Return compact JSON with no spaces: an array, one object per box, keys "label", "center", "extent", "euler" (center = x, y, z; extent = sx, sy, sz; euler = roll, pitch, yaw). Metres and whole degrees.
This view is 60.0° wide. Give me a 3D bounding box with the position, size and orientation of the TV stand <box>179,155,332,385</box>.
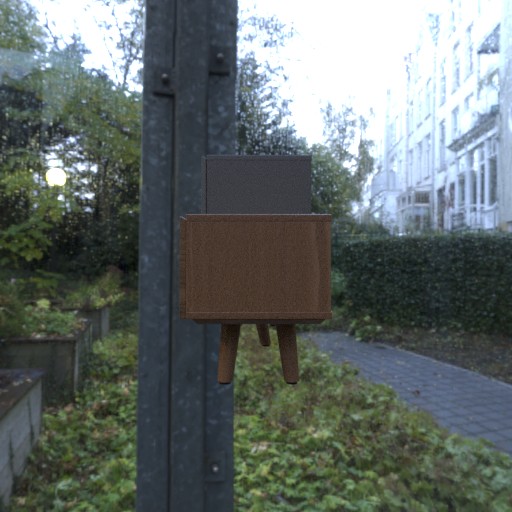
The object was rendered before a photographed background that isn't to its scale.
[{"label":"TV stand","center":[0.000,0.000,1.564],"extent":[0.329,0.591,1.336],"euler":[0,-1,0]}]
